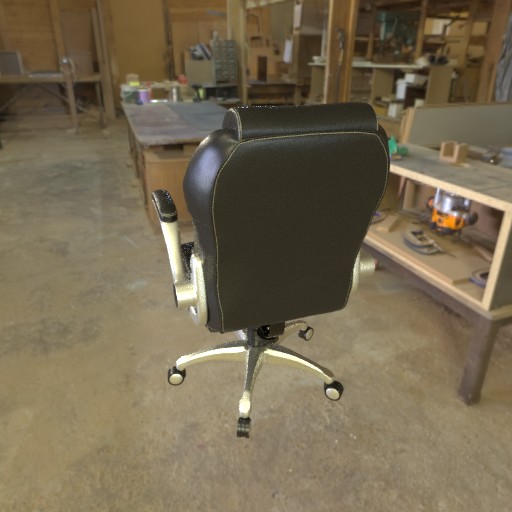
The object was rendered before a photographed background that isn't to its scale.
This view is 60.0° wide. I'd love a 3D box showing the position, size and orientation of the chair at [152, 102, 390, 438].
[{"bbox_3d":[0.000,0.000,1.644,0.724,1.141,0.801,-8,27,-17],"label":"chair"}]
